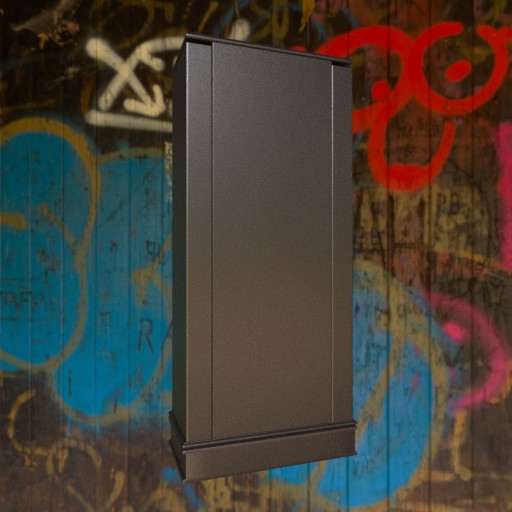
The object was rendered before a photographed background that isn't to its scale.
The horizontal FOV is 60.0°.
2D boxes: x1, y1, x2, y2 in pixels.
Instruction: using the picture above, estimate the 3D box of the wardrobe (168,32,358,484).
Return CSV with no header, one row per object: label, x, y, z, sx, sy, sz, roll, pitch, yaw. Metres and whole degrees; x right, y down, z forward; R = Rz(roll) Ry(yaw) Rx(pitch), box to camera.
wardrobe,0.000,0.000,1.193,0.444,1.011,0.295,0,0,-19
